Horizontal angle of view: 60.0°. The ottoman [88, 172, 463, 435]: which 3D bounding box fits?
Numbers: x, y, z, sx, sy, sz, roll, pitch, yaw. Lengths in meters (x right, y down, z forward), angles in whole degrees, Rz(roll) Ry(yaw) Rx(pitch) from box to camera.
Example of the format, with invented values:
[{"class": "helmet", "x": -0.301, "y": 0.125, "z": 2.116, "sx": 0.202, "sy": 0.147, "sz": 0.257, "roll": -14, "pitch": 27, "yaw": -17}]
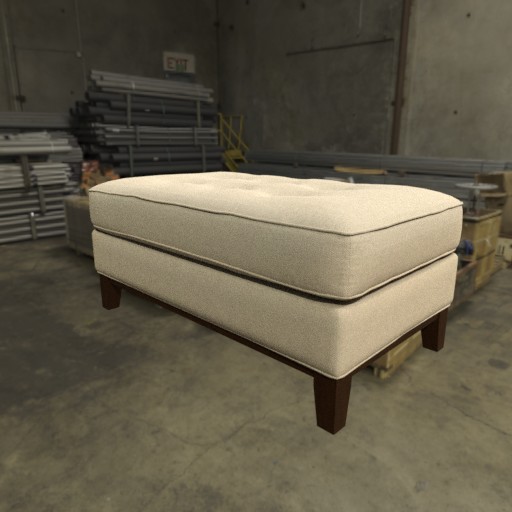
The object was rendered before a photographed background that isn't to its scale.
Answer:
[{"class": "ottoman", "x": 0.000, "y": 0.000, "z": 1.500, "sx": 1.143, "sy": 0.508, "sz": 0.648, "roll": 15, "pitch": 21, "yaw": 43}]
